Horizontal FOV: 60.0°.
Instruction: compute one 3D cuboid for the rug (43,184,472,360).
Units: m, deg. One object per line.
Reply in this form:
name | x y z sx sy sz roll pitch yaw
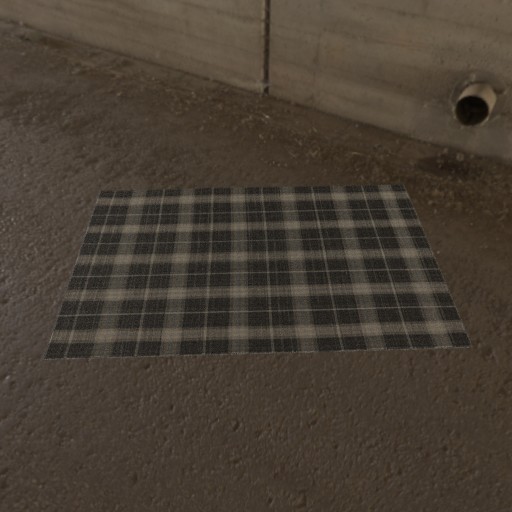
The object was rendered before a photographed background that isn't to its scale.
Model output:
rug | 0.000 0.000 3.021 2.434 0.015 1.520 -1 47 -1
